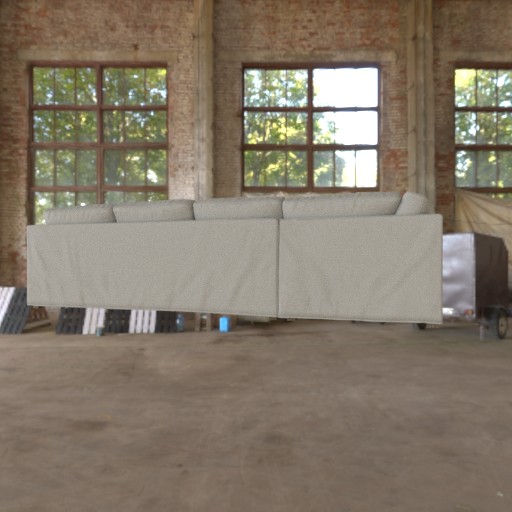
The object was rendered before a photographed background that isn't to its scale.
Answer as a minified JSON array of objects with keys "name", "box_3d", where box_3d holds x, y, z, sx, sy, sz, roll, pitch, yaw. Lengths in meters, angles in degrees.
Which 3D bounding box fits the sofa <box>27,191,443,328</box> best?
[{"name":"sofa","box_3d":[0.000,0.000,4.270,3.182,0.871,2.432,0,0,19]}]
